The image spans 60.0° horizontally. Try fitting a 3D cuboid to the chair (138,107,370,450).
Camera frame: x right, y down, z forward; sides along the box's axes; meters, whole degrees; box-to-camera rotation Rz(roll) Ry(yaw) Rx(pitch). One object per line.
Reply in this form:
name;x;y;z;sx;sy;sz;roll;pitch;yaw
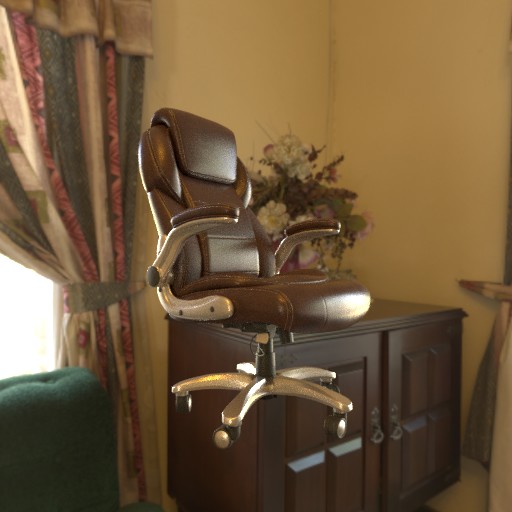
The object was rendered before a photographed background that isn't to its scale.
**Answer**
chair;0.000;0.000;1.659;0.774;1.160;0.733;0;0;37
